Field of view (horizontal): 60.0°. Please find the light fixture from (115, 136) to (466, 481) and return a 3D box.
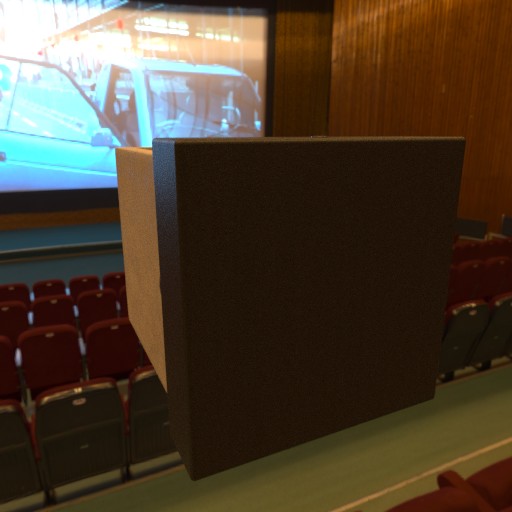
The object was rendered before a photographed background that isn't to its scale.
[{"bbox_3d":[0.000,0.000,0.231,0.121,0.121,0.143,-7,17,-25],"label":"light fixture"}]
